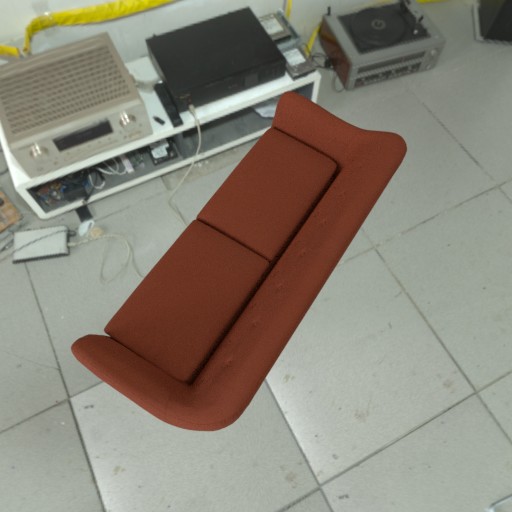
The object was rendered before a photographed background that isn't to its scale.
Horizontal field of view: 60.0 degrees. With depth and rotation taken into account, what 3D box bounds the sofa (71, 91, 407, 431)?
[{"bbox_3d":[0.000,0.000,2.331,0.820,0.836,1.840,31,68,14],"label":"sofa"}]
